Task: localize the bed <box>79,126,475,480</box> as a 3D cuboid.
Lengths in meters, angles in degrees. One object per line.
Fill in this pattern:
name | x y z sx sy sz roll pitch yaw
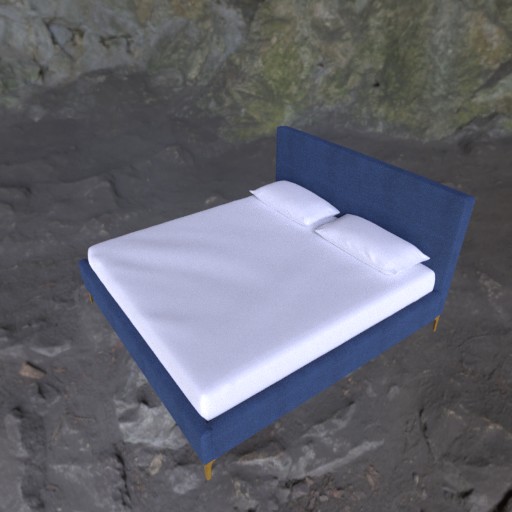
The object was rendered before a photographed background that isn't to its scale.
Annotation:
bed | 0.000 0.000 3.507 2.232 1.231 2.096 -21 39 -30
